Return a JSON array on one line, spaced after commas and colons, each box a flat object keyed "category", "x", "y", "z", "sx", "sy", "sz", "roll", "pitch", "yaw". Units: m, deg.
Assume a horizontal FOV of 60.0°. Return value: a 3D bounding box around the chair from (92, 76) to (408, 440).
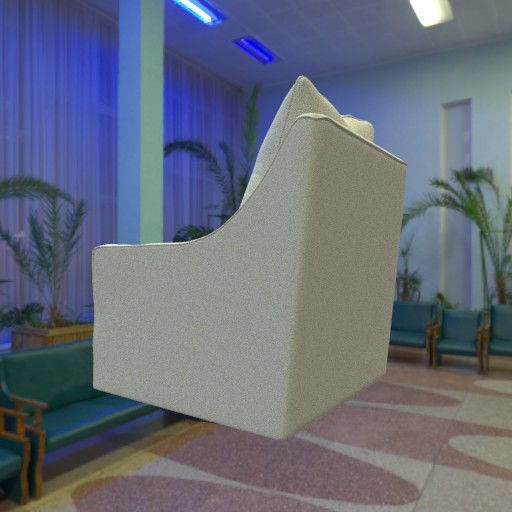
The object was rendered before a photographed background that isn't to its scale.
[{"category": "chair", "x": 0.000, "y": 0.000, "z": 1.585, "sx": 0.876, "sy": 0.965, "sz": 0.756, "roll": 0, "pitch": 0, "yaw": 35}]
